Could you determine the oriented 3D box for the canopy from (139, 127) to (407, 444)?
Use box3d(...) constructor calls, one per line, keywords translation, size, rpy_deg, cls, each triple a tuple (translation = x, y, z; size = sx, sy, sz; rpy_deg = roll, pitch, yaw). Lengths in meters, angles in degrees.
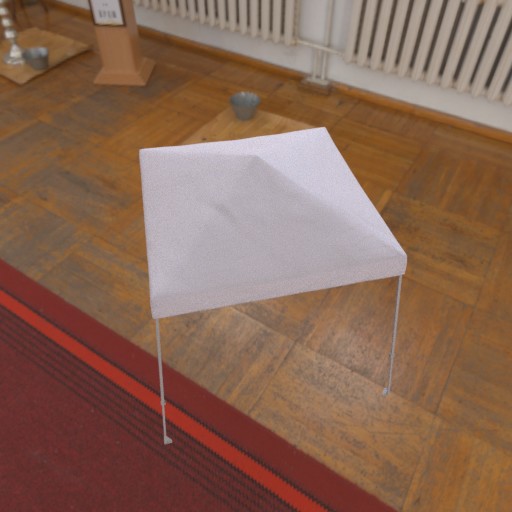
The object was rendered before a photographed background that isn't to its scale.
box3d(translation=(0.000, 0.000, 5.360), size=(2.849, 2.850, 2.850), rpy_deg=(-9, 47, -9), cls="canopy")
